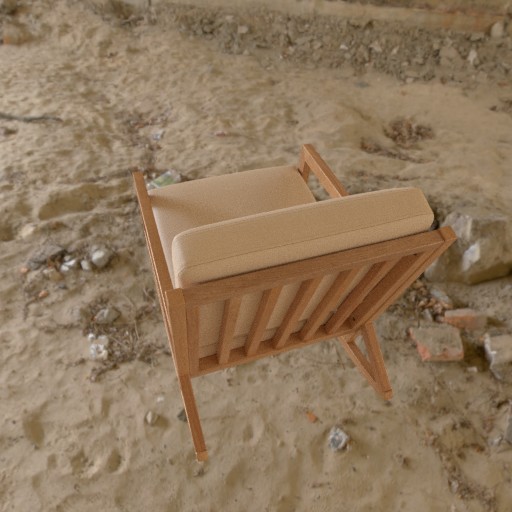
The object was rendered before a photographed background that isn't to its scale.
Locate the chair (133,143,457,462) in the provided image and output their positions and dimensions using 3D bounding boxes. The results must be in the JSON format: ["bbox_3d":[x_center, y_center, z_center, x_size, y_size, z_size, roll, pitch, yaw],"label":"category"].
[{"bbox_3d":[0.000,0.000,1.386,0.622,0.790,0.857,-13,43,-14],"label":"chair"}]
